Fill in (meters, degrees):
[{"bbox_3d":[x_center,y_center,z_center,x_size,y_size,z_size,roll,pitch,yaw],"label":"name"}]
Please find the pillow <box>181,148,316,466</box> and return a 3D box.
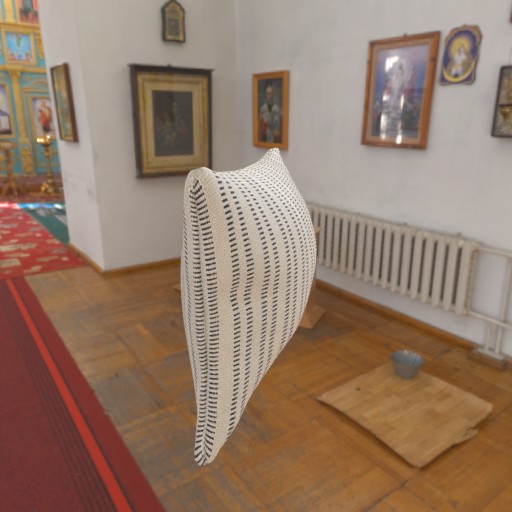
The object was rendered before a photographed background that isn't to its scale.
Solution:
[{"bbox_3d":[0.000,0.000,0.782,0.210,0.353,0.640,3,16,9],"label":"pillow"}]
